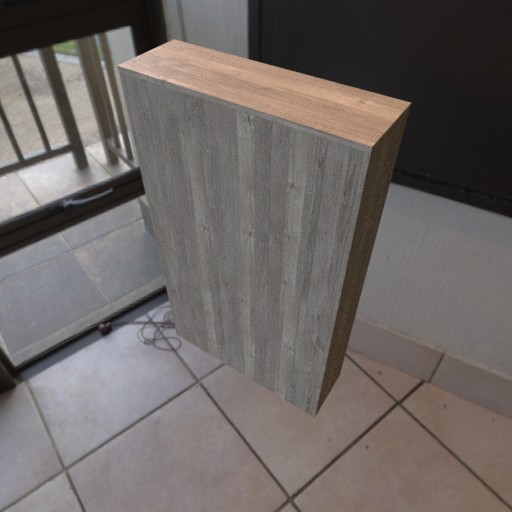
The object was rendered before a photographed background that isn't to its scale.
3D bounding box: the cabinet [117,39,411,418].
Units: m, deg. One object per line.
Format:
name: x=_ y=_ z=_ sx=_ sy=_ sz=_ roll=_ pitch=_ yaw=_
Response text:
cabinet: x=0.000 y=0.000 z=1.601 sx=0.750 sy=1.280 sz=0.250 roll=25 pitch=51 yaw=23
